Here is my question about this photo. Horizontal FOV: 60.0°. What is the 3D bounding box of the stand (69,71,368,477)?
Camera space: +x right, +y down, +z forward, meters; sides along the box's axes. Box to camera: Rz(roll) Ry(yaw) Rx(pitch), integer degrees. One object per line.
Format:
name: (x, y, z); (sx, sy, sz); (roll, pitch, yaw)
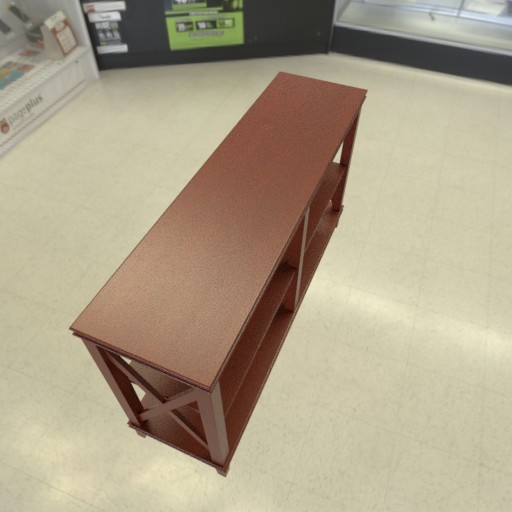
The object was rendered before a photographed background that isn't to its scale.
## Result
stand: (0.000, 0.000, 1.708); (0.381, 0.762, 1.372); (18, 52, 15)
